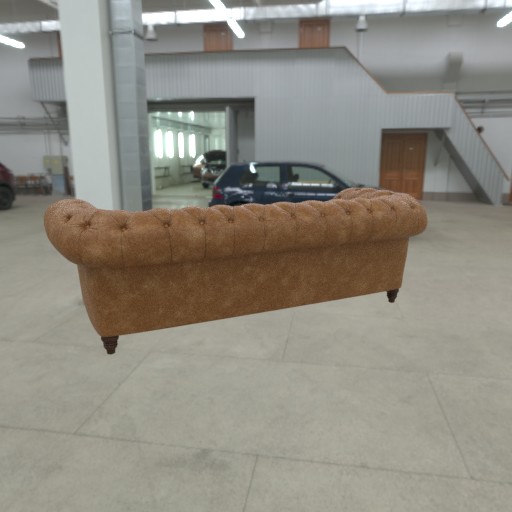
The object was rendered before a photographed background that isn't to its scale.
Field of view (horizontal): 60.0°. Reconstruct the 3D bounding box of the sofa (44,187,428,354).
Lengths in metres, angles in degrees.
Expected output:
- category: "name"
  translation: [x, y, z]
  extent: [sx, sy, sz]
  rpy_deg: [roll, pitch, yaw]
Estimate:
- category: "sofa"
  translation: [0.000, 0.000, 2.789]
  extent: [2.365, 0.760, 0.989]
  rpy_deg: [-6, 14, -25]
